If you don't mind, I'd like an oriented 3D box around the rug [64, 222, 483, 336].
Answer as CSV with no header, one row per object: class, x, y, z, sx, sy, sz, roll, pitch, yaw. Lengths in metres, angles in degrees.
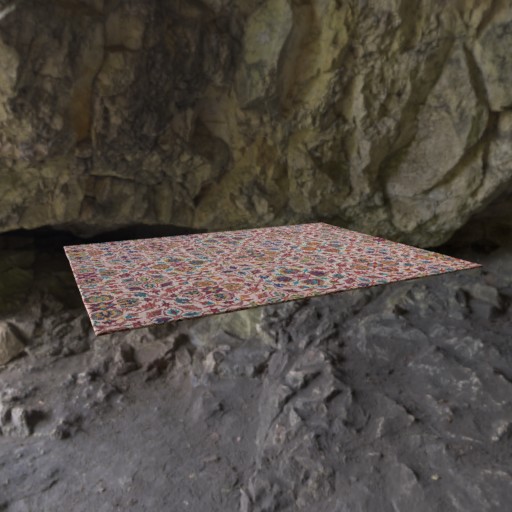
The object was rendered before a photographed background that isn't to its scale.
rug,0.000,0.000,4.214,3.215,0.020,2.446,-7,16,-26
